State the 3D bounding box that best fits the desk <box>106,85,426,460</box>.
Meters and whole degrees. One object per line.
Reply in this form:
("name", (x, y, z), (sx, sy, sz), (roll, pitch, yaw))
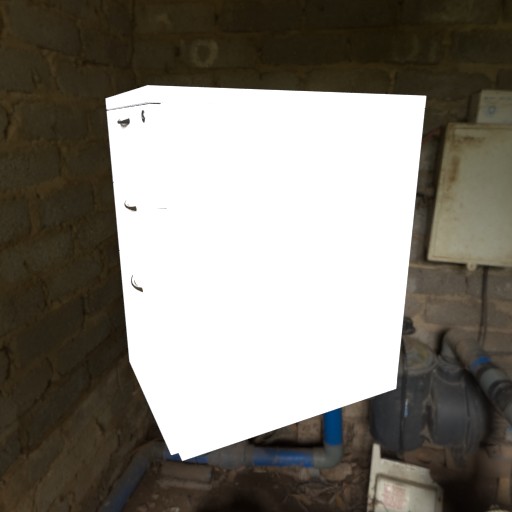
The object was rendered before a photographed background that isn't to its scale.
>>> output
("desk", (0.000, 0.000, 1.081), (0.600, 0.730, 0.404), (-8, 18, -25))
